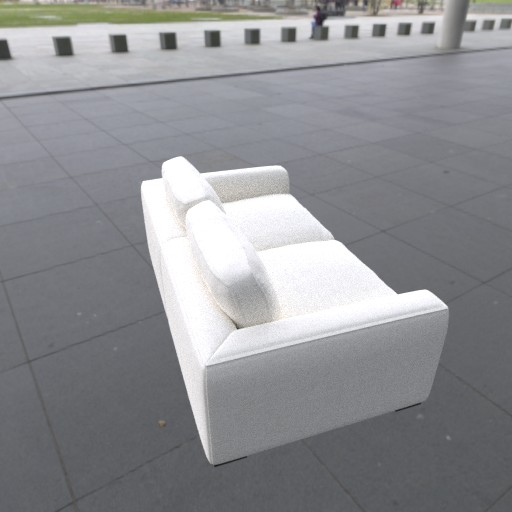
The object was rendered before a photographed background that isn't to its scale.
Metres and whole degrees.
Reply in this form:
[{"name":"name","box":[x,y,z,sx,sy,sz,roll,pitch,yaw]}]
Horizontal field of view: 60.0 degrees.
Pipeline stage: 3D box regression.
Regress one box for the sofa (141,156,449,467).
[{"name":"sofa","box":[0.000,0.000,2.502,1.069,0.801,1.920,-10,32,-16]}]
